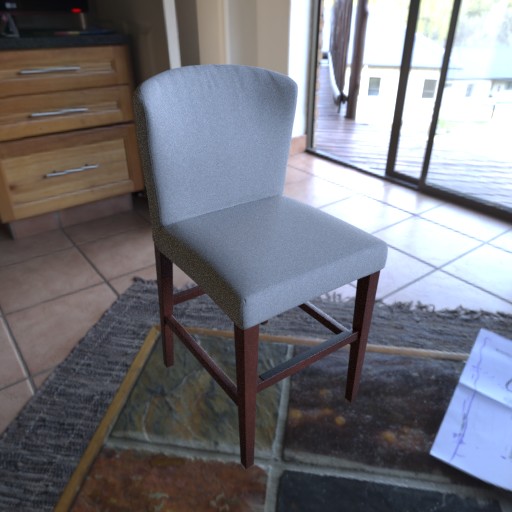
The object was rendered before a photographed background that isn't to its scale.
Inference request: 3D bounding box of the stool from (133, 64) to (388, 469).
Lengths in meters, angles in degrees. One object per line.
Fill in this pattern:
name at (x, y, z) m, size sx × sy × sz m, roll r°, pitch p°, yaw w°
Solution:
stool at (0.000, 0.000, 1.271) m, size 0.479 × 0.968 × 0.568 m, roll -19°, pitch 34°, yaw -30°
